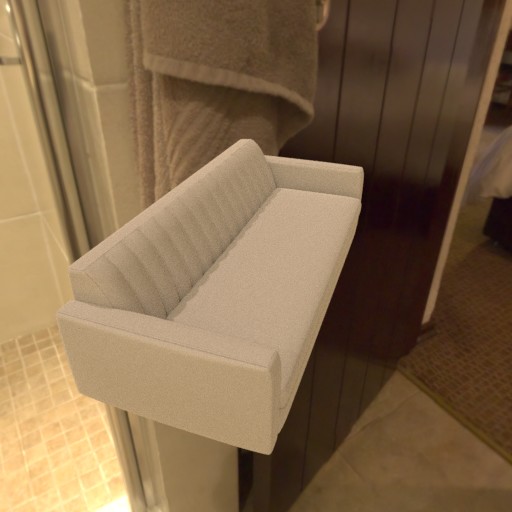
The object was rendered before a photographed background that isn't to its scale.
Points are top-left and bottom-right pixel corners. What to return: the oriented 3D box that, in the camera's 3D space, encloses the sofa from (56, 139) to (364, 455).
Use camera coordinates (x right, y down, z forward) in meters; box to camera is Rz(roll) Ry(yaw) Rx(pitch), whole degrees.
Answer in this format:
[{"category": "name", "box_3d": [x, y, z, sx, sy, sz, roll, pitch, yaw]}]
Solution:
[{"category": "sofa", "box_3d": [0.000, 0.000, 2.714, 0.990, 0.821, 2.291, 11, 33, 17]}]
